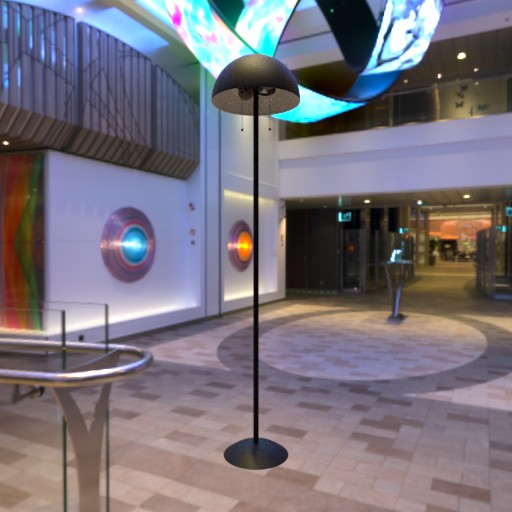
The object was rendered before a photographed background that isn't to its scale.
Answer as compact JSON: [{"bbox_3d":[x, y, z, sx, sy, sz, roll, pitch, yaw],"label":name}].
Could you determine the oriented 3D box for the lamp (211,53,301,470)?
[{"bbox_3d":[0.000,0.000,1.646,0.328,1.480,0.328,0,1,-19],"label":"lamp"}]
